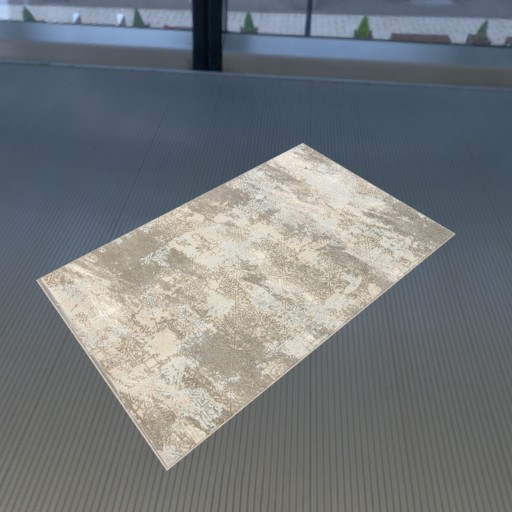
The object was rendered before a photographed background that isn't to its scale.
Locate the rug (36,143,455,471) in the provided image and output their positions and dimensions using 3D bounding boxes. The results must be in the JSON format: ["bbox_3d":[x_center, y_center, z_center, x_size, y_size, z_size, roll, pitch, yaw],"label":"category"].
[{"bbox_3d":[0.000,0.000,3.014,2.431,0.012,1.536,-32,55,-27],"label":"rug"}]
